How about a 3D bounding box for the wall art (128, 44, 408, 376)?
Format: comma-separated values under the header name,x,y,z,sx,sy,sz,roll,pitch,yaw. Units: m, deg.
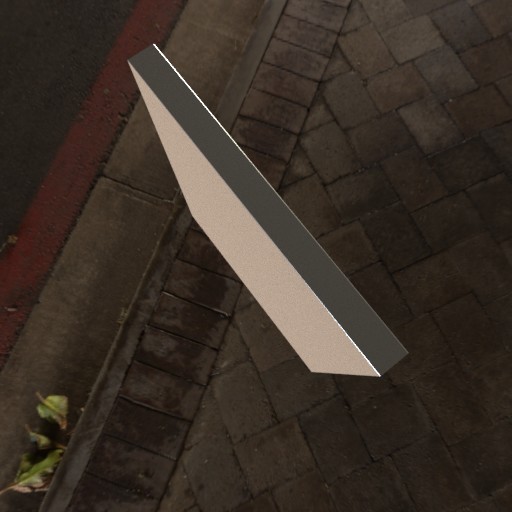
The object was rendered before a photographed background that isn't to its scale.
name,x,y,z,sx,sy,sz,roll,pitch,yaw
wall art,0.000,0.000,0.747,0.038,0.549,0.452,-36,79,-9
